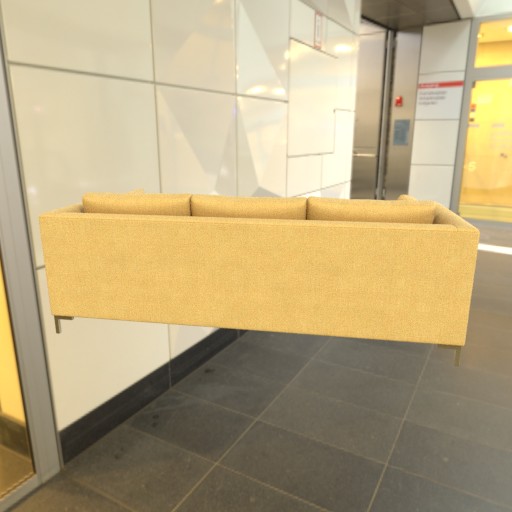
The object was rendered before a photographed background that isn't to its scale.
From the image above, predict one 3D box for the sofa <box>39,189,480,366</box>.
[{"bbox_3d":[0.000,0.000,2.920,2.415,0.867,0.969,3,16,10],"label":"sofa"}]
